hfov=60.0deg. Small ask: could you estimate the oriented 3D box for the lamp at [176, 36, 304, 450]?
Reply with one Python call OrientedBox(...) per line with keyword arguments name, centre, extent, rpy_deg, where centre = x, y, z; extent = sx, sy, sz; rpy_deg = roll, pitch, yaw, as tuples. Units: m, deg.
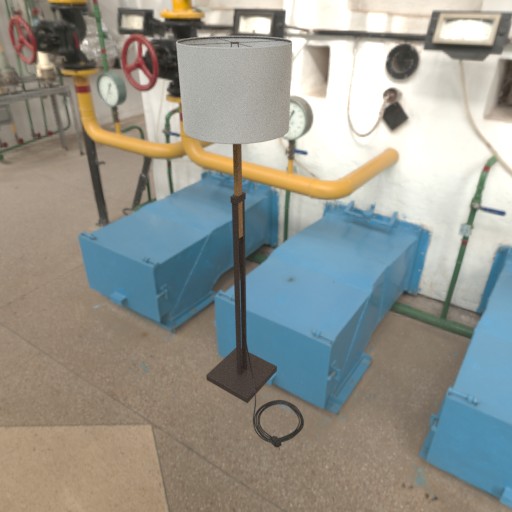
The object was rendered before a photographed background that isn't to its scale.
OrientedBox(name="lamp", centre=(0.000, 0.000, 1.903), extent=(0.639, 1.650, 0.474), rpy_deg=(20, 36, 30))
